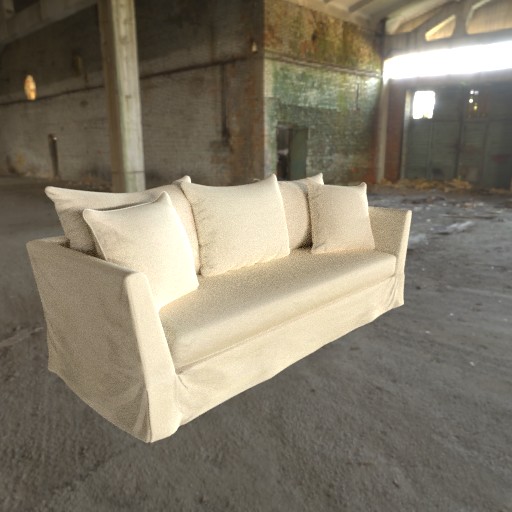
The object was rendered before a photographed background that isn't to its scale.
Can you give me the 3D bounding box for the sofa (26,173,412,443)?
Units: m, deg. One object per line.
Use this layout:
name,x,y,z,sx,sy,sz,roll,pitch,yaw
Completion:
sofa,0.000,0.000,2.909,1.030,1.042,2.484,12,18,41
